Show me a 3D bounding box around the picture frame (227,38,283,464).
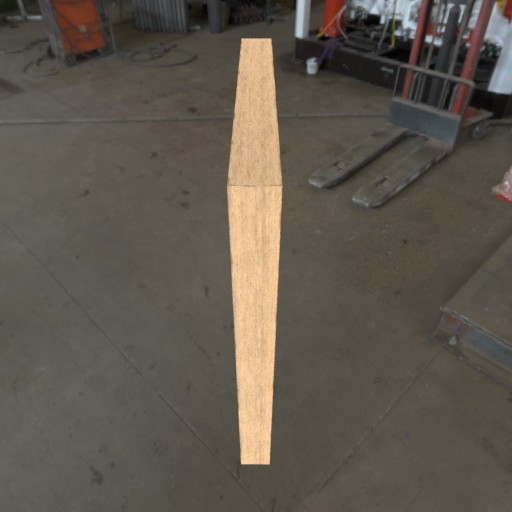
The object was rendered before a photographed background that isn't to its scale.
[{"bbox_3d":[0.000,0.000,0.701,0.046,0.526,0.421,0,41,0],"label":"picture frame"}]
